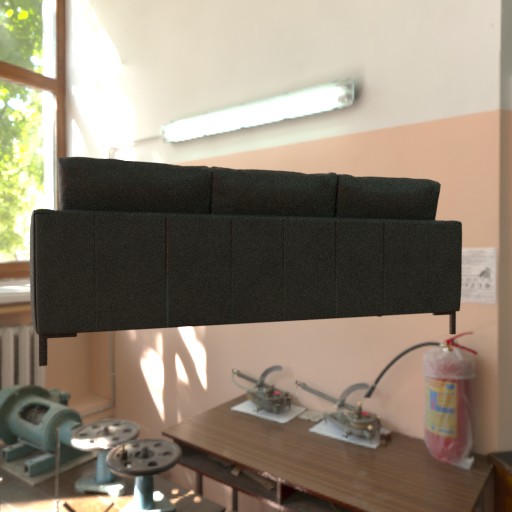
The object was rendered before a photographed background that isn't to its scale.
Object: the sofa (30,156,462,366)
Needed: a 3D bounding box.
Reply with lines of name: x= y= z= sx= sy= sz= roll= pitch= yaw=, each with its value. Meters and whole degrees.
sofa: x=0.000 y=0.000 z=2.300 sx=2.029 sy=0.805 sz=0.748 roll=0 pitch=1 yaw=-19
